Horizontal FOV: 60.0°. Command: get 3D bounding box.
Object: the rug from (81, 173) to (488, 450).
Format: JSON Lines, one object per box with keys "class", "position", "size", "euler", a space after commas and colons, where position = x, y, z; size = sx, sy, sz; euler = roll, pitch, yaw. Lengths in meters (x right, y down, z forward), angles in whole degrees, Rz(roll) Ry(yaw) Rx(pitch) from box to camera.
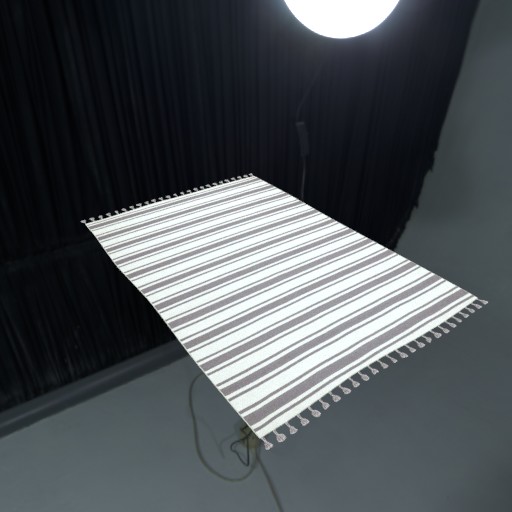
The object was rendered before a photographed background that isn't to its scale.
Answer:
{"class": "rug", "position": [0.000, 0.000, 3.766], "size": [2.030, 0.017, 3.040], "euler": [-21, 38, -29]}
